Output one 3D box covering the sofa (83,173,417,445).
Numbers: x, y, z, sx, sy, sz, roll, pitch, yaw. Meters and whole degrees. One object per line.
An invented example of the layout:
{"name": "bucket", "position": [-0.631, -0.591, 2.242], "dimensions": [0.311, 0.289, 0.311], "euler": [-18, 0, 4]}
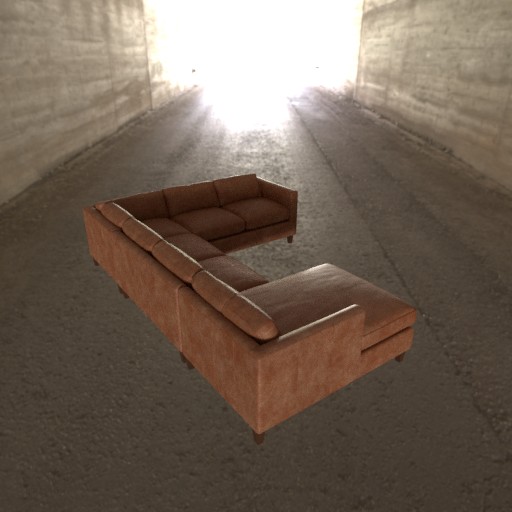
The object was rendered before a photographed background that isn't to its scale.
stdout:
{"name": "sofa", "position": [0.000, 0.000, 4.553], "dimensions": [2.430, 0.832, 3.401], "euler": [-17, 30, -32]}
